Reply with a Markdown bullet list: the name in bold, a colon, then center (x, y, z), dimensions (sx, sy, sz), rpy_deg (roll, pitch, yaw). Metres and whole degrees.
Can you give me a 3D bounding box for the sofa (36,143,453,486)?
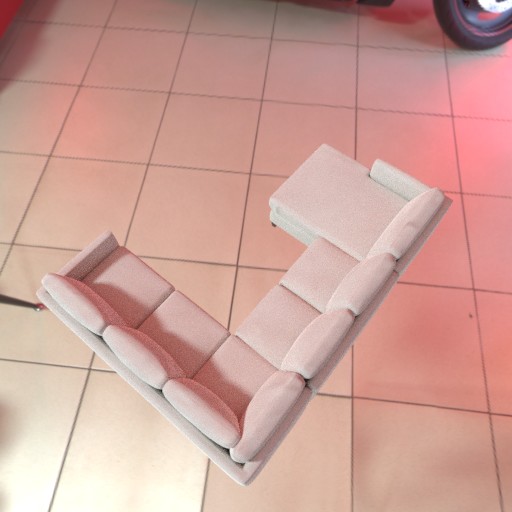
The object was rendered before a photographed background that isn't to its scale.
- **sofa**: center (0.000, 0.000, 4.597), dimensions (2.593, 0.956, 3.459), rpy_deg (36, 67, 17)
